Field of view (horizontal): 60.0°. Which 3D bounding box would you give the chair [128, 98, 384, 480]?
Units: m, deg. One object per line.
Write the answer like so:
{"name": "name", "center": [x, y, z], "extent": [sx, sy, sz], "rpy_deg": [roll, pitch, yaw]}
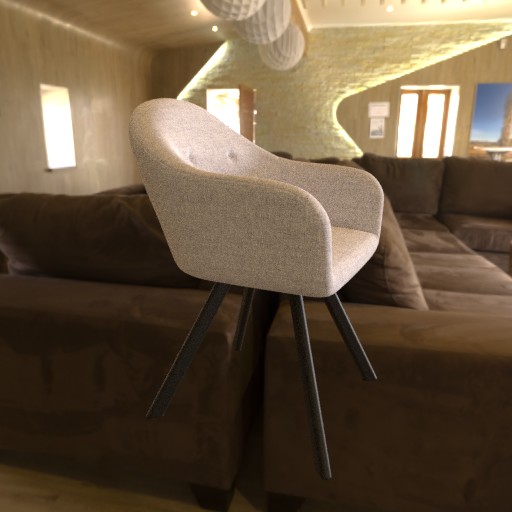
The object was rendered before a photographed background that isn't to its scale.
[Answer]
{"name": "chair", "center": [0.000, 0.000, 1.133], "extent": [0.570, 0.780, 0.540], "rpy_deg": [7, 16, 26]}
